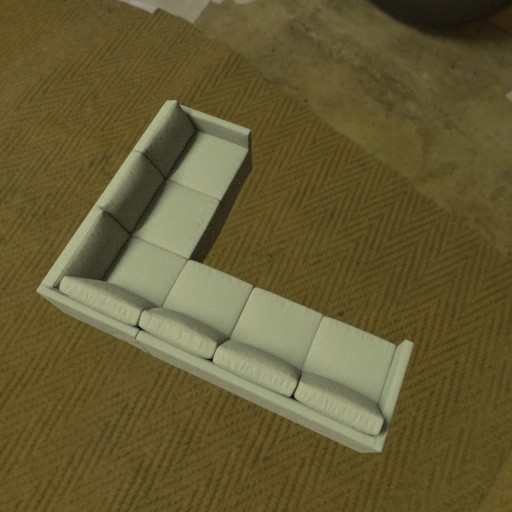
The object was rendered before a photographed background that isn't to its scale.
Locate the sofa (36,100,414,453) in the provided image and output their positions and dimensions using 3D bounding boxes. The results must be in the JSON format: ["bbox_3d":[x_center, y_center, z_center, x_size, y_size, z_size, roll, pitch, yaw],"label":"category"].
[{"bbox_3d":[0.000,0.000,4.298,3.182,0.871,2.432,22,67,10],"label":"sofa"}]
